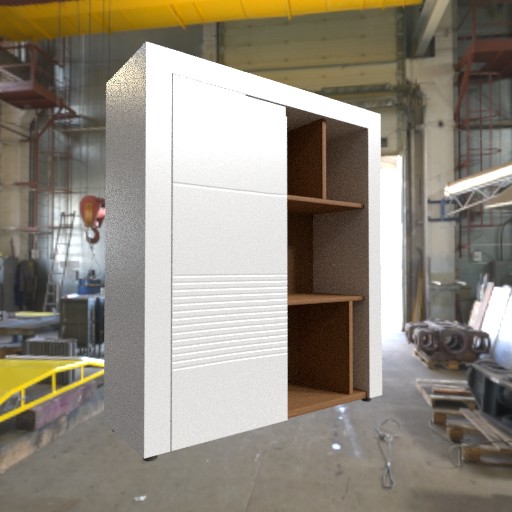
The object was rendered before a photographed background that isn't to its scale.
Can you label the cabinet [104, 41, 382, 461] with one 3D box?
[{"bbox_3d":[0.000,0.000,1.624,0.990,1.150,0.348,1,-2,-36],"label":"cabinet"}]
